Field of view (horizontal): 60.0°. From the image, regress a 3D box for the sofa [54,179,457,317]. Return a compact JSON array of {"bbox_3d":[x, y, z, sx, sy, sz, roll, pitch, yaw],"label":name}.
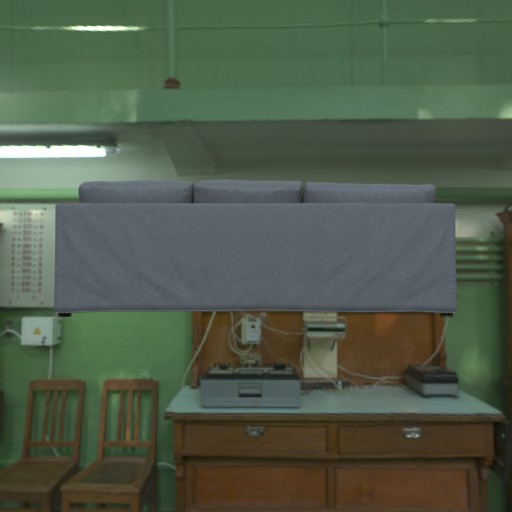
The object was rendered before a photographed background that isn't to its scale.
[{"bbox_3d":[0.000,0.000,4.227,2.432,0.871,3.182,0,-2,0],"label":"sofa"}]
